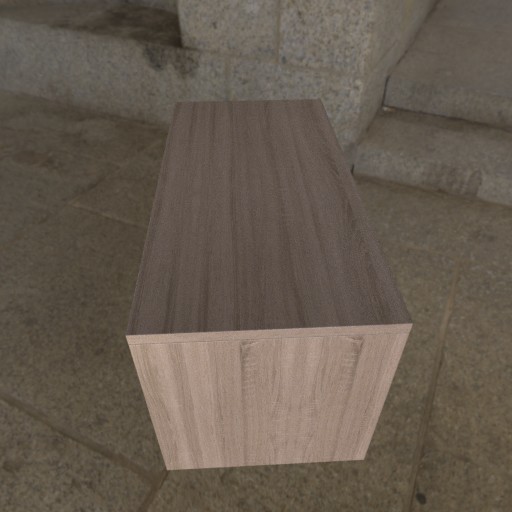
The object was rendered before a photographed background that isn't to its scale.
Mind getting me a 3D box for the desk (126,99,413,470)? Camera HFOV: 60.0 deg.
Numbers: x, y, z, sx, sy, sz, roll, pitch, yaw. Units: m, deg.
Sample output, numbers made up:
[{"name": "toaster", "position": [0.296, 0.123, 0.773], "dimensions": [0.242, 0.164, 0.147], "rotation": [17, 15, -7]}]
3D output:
[{"name": "desk", "position": [0.000, 0.000, 1.824], "dimensions": [0.690, 0.745, 1.380], "rotation": [-2, 41, -2]}]
